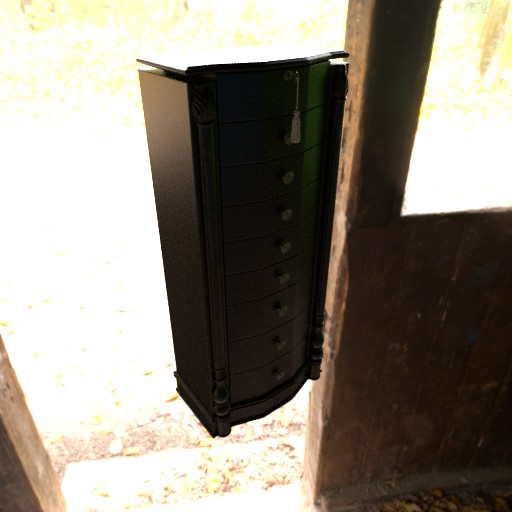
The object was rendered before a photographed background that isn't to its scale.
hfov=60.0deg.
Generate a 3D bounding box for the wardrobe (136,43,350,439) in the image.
[{"bbox_3d":[0.000,0.000,1.211,0.444,1.011,0.295,-21,37,-31],"label":"wardrobe"}]
